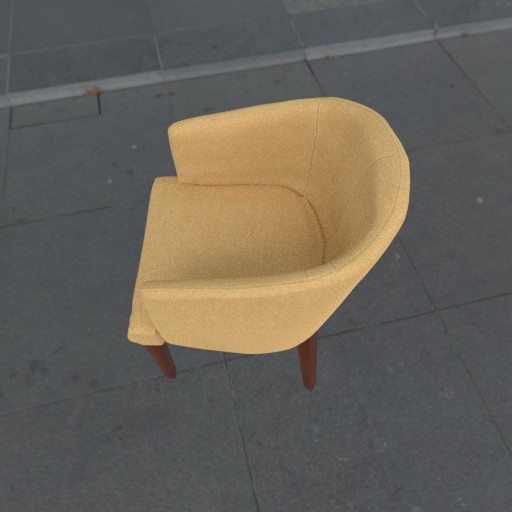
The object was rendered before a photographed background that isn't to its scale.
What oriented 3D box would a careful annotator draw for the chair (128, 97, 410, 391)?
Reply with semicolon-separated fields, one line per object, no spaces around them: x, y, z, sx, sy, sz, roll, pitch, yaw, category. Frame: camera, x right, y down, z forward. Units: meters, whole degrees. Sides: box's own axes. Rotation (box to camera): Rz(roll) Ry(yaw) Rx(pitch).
0.000;0.000;1.282;0.655;0.811;0.583;1;58;1;chair
